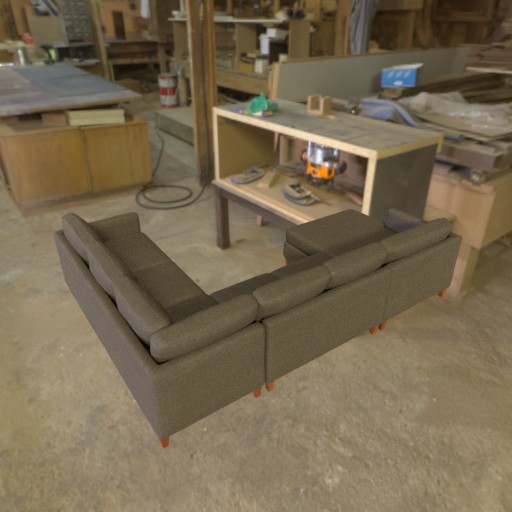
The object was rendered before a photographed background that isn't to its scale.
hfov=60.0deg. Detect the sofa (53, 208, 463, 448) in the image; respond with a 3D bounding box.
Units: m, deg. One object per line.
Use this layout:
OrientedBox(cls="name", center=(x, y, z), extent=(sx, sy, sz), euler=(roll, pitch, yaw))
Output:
OrientedBox(cls="sofa", center=(0.000, 0.000, 4.720), extent=(3.460, 0.961, 2.594), euler=(-19, 35, -30))
